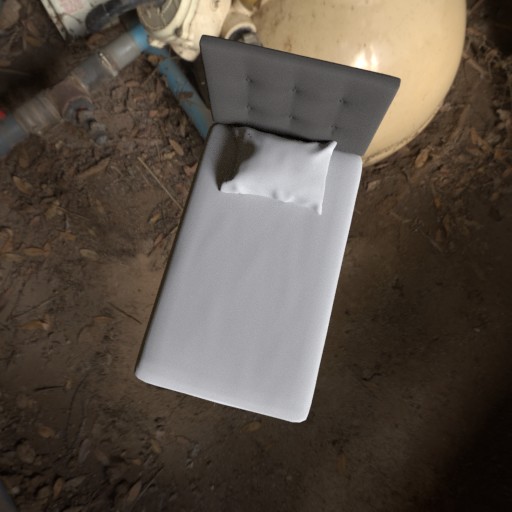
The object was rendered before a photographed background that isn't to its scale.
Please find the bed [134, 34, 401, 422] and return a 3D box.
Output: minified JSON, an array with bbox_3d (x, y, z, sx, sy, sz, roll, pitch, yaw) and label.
[{"bbox_3d":[0.000,0.000,2.974,1.261,1.571,1.997,14,77,3],"label":"bed"}]
